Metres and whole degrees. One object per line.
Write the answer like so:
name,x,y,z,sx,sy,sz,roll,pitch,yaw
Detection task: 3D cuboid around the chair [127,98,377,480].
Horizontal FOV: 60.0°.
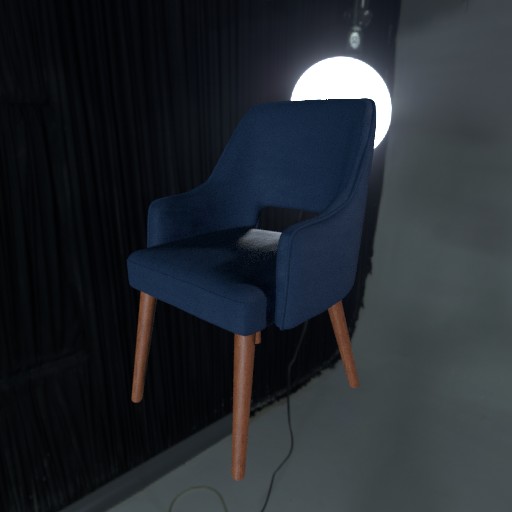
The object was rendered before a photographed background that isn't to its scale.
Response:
chair,0.000,0.000,1.230,0.559,0.844,0.591,15,22,41
